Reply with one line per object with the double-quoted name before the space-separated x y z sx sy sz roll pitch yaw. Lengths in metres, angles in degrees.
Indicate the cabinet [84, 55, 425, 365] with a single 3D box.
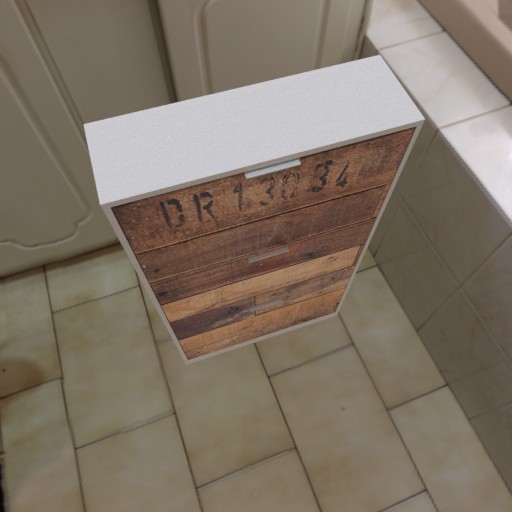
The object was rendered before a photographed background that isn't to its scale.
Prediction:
"cabinet" 0.000 0.000 1.579 0.750 1.280 0.250 -16 63 -9
